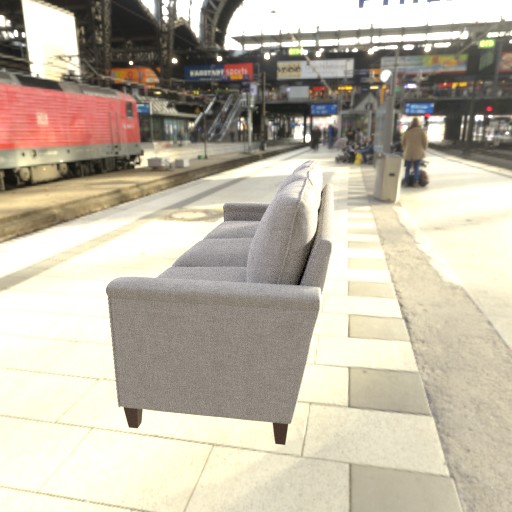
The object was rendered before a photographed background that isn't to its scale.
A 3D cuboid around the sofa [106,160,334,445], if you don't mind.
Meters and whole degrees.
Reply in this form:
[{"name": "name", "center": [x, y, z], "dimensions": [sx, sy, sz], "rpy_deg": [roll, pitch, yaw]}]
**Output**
[{"name": "sofa", "center": [0.000, 0.000, 2.478], "dimensions": [0.828, 0.959, 1.925], "rpy_deg": [3, 16, 9]}]
